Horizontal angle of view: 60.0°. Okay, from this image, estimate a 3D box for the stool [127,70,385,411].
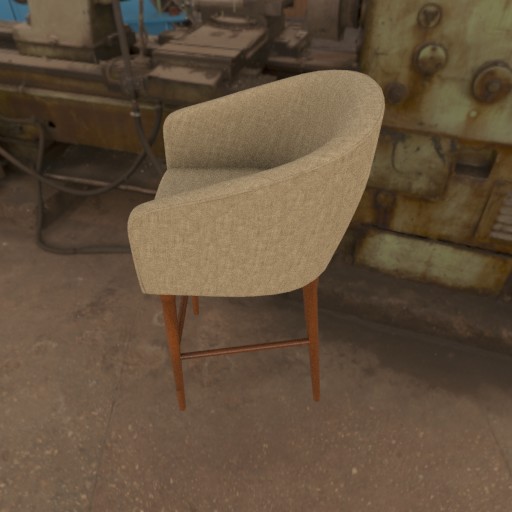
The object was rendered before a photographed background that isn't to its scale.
[{"bbox_3d":[0.000,0.000,1.419,0.607,1.078,0.559,0,41,0],"label":"stool"}]
